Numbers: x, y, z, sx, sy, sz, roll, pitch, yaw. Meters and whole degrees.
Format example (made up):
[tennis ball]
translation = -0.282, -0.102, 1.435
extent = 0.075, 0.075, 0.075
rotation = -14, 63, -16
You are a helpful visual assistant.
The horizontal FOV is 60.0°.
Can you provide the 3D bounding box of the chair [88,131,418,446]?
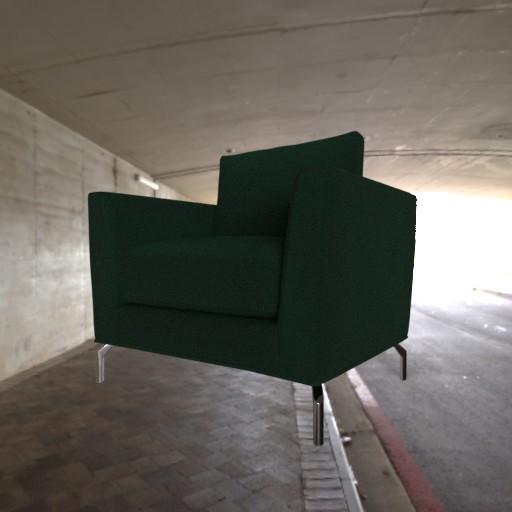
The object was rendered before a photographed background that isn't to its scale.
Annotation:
[chair]
translation = 0.000, 0.000, 1.782
extent = 1.047, 0.997, 0.852
rotation = 1, 1, 36
